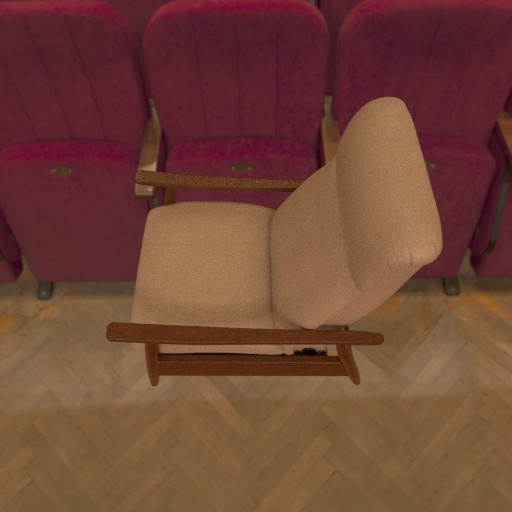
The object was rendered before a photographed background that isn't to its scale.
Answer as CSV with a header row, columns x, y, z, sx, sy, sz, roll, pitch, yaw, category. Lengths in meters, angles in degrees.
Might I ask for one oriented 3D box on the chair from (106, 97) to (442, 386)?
x,y,z,sx,sy,sz,roll,pitch,yaw,category
0.000,0.000,1.773,1.030,1.082,0.762,0,58,0,chair
